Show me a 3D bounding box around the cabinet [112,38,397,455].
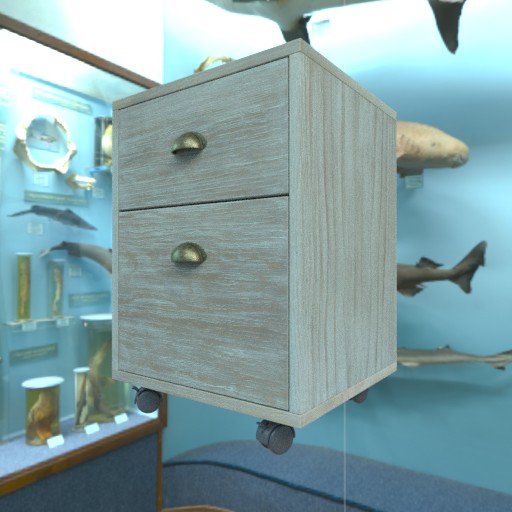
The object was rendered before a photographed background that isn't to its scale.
[{"bbox_3d":[0.000,0.000,0.852,0.409,0.579,0.401,0,0,36],"label":"cabinet"}]
